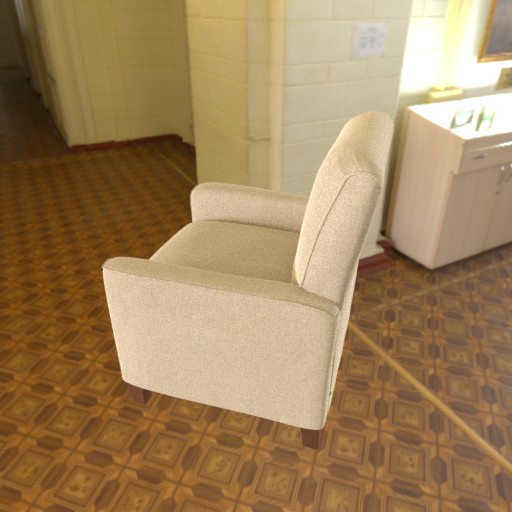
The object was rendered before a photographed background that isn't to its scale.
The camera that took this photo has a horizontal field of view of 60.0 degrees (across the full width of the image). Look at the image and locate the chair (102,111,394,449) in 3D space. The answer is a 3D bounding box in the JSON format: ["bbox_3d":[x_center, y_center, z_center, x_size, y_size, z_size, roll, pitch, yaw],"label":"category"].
[{"bbox_3d":[0.000,0.000,1.682,0.859,1.023,0.845,9,31,15],"label":"chair"}]
